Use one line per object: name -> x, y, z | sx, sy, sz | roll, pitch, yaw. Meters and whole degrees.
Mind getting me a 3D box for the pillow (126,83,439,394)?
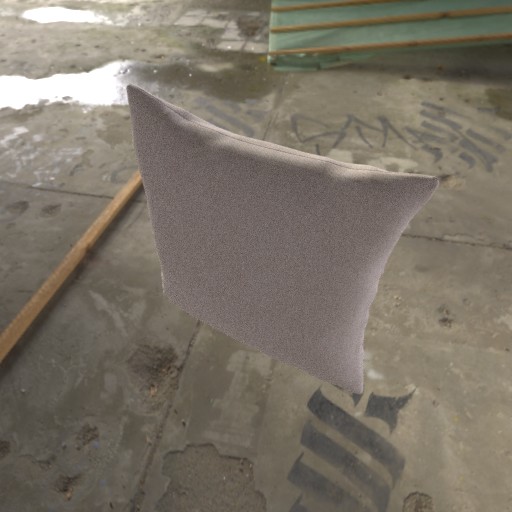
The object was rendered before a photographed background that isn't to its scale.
pillow -> 0.000, 0.000, 0.685 | 0.433, 0.436, 0.173 | 24, 50, 22
